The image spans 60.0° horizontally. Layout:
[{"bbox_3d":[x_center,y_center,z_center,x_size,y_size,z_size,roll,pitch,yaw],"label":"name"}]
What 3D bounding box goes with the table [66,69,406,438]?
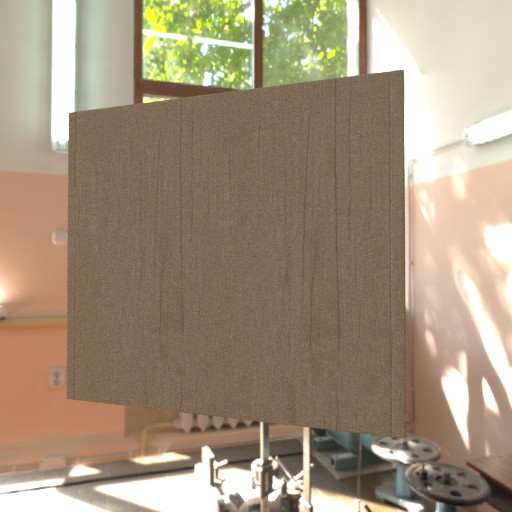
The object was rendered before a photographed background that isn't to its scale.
[{"bbox_3d":[0.000,0.000,0.898,0.570,0.510,0.420,0,-1,18],"label":"table"}]
